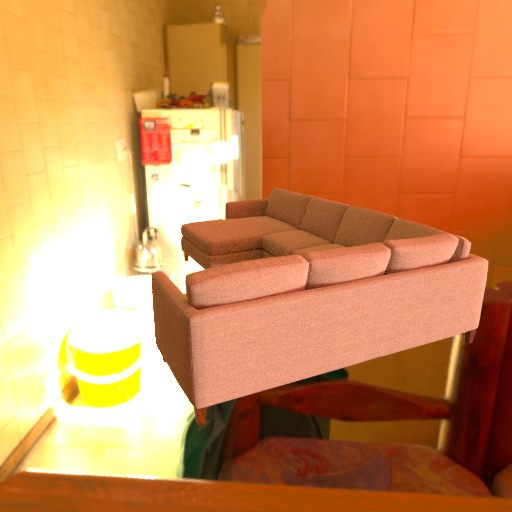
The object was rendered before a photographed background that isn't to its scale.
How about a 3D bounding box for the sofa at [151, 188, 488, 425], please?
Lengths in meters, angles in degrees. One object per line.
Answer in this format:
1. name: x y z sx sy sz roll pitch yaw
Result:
1. sofa: 0.000 0.000 4.602 2.594 0.961 3.460 -8 19 -25
